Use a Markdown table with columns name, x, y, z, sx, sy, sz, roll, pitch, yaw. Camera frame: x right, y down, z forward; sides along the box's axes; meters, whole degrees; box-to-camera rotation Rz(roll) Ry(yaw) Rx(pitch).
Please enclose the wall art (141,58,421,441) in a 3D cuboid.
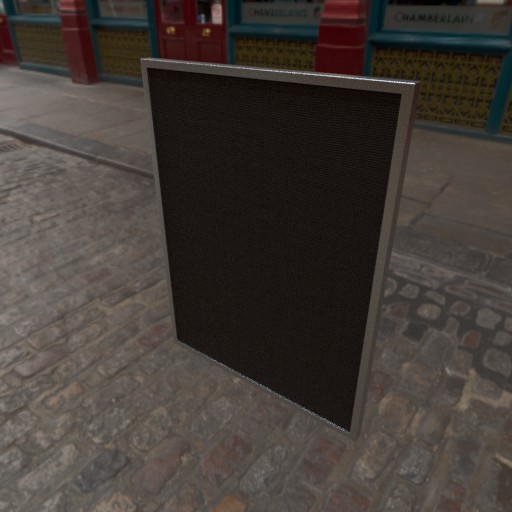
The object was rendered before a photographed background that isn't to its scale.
| name | x | y | z | sx | sy | sz | roll | pitch | yaw |
| --- | --- | --- | --- | --- | --- | --- | --- | --- | --- |
| wall art | 0.000 | 0.000 | 1.351 | 0.801 | 1.062 | 0.037 | 20 | 35 | 31 |
